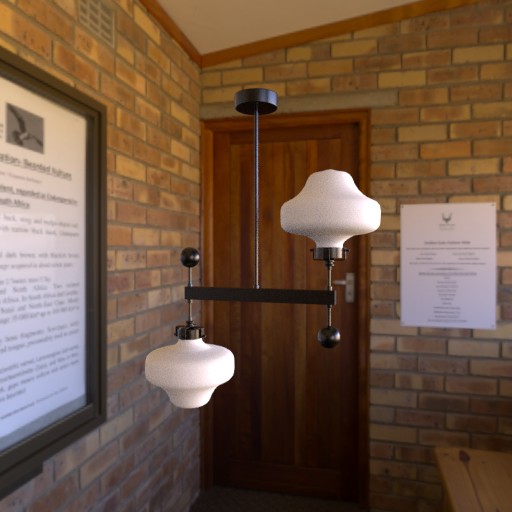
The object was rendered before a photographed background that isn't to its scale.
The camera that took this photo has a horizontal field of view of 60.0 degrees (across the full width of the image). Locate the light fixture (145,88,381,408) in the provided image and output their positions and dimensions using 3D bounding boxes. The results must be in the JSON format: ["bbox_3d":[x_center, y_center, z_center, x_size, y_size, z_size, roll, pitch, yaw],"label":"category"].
[{"bbox_3d":[0.000,0.000,1.031,0.489,0.743,0.422,0,1,-18],"label":"light fixture"}]
